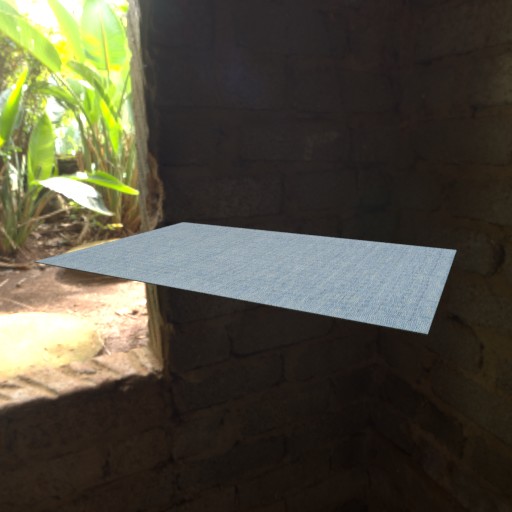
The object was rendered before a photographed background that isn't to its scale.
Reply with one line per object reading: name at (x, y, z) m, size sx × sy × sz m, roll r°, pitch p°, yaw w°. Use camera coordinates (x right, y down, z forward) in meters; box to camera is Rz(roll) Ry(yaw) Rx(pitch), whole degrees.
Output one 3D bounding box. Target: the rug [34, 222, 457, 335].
rug at (0.000, 0.000, 2.874) m, size 2.286 × 0.006 × 1.522 m, roll 7°, pitch 16°, yaw 27°
